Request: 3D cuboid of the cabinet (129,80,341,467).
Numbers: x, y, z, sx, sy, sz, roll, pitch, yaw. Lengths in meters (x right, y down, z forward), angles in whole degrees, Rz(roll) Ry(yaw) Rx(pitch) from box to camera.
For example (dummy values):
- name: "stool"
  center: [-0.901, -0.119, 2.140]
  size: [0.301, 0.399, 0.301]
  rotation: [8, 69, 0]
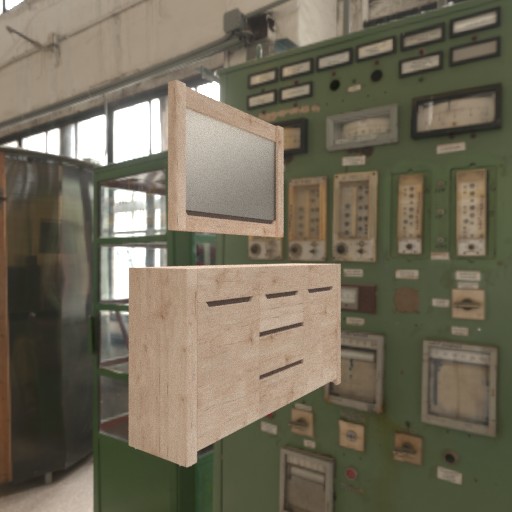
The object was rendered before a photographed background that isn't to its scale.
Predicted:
- name: "cabinet"
  center: [0.000, 0.000, 2.876]
  size: [0.420, 1.981, 1.700]
  rotation: [0, 0, 35]
